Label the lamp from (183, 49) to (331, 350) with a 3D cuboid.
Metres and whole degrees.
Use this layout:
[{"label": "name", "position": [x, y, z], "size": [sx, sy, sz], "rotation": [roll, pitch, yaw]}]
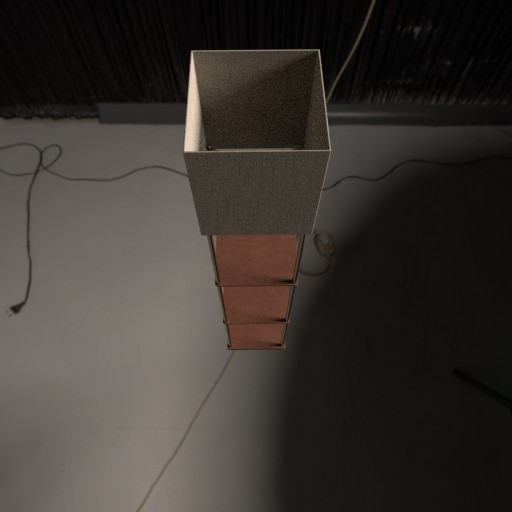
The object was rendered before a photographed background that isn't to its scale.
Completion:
[{"label": "lamp", "position": [0.000, 0.000, 1.689], "size": [0.308, 1.569, 0.310], "rotation": [-1, 63, 0]}]
